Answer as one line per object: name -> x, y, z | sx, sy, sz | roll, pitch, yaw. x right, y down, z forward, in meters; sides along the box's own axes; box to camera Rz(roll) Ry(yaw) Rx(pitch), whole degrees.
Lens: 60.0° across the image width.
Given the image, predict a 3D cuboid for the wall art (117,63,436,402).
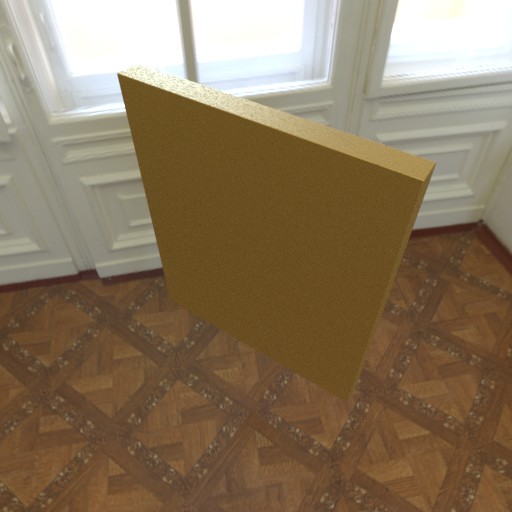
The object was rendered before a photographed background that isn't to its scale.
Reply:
wall art -> 0.000, 0.000, 0.905 | 0.537, 0.642, 0.048 | 26, 52, 22
